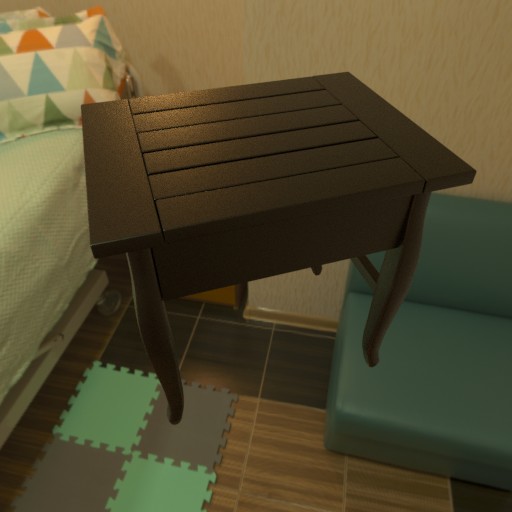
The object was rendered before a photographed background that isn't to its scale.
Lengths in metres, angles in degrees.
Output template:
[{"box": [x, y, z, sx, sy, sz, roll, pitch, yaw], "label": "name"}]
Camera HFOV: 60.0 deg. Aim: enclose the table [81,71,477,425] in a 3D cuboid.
[{"box": [0.000, 0.000, 1.009, 0.602, 0.604, 0.460, -12, 44, -13], "label": "table"}]
